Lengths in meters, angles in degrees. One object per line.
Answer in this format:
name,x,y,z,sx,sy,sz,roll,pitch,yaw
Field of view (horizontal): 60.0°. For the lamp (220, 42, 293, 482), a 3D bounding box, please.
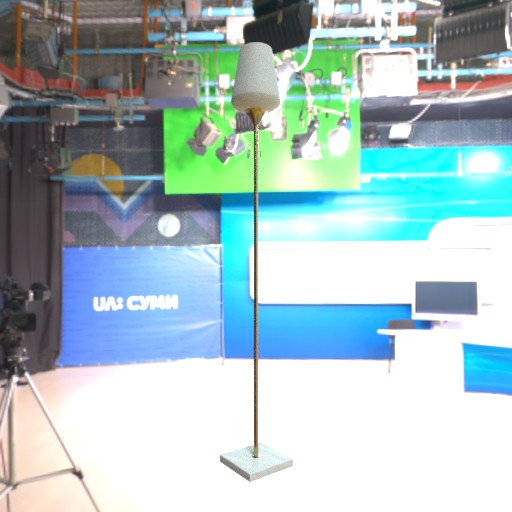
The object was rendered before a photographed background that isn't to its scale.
lamp,0.000,0.000,1.941,0.232,1.813,0.229,1,-1,-37
